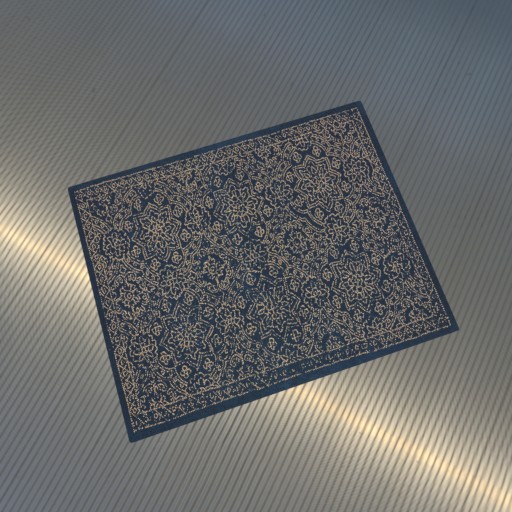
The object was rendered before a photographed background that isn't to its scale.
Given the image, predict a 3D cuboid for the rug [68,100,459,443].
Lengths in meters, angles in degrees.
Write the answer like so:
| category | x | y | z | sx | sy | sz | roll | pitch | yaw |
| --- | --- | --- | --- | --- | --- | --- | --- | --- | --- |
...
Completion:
| category | x | y | z | sx | sy | sz | roll | pitch | yaw |
| --- | --- | --- | --- | --- | --- | --- | --- | --- | --- |
| rug | 0.000 | 0.000 | 4.134 | 3.048 | 0.010 | 2.438 | -18 | 77 | -4 |
